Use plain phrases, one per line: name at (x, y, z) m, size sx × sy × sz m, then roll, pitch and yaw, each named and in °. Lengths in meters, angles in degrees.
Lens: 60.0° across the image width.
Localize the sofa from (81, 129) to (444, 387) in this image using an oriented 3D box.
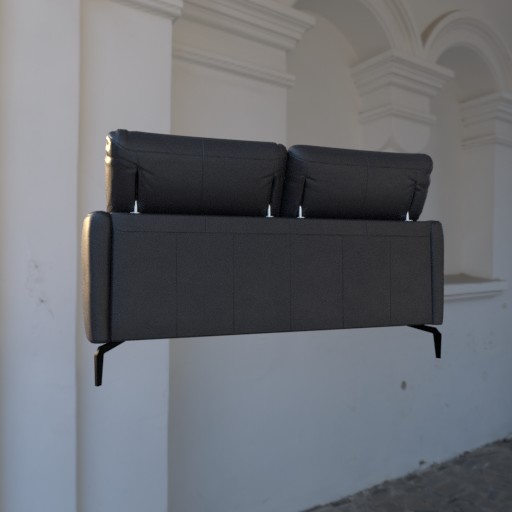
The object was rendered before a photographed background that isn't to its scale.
sofa at (0.000, 0.000, 2.209) m, size 1.596 × 0.920 × 0.958 m, roll 0°, pitch 0°, yaw -17°
